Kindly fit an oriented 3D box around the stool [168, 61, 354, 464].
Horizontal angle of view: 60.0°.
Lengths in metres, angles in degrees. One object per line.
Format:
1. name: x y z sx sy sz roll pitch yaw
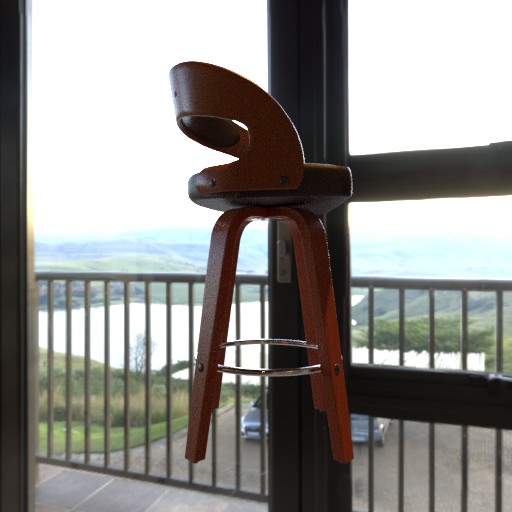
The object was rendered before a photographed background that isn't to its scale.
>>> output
1. stool: 0.000 0.000 1.174 0.457 0.940 0.457 0 0 0
